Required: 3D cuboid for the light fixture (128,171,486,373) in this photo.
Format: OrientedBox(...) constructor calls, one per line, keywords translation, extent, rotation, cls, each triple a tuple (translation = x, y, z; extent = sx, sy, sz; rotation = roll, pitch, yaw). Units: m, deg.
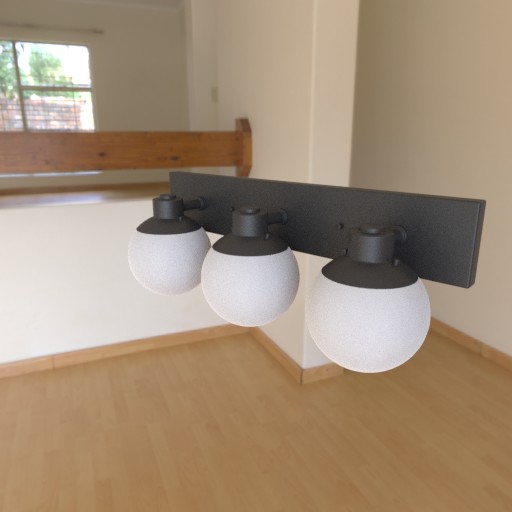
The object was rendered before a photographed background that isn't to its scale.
OrientedBox(translation=(0.000, 0.000, 0.844), extent=(0.721, 0.263, 0.218), rotation=(14, 21, 40), cls="light fixture")
